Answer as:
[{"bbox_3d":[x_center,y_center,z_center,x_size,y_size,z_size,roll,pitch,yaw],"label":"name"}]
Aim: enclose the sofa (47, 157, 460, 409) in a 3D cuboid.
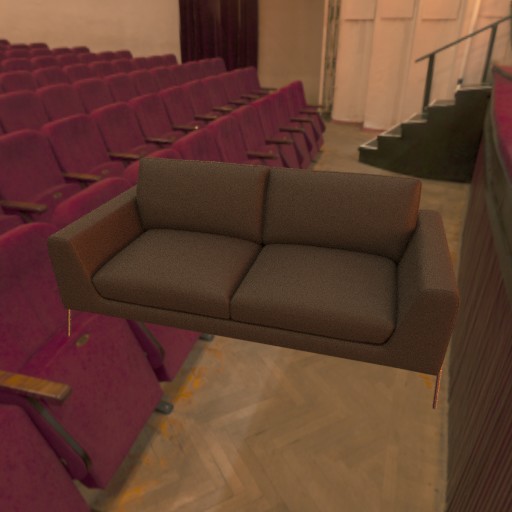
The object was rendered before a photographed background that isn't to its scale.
[{"bbox_3d":[0.000,0.000,2.510,2.017,0.875,0.953,7,28,14],"label":"sofa"}]
